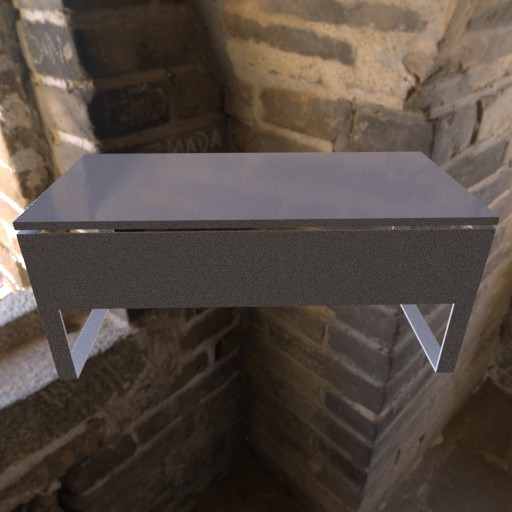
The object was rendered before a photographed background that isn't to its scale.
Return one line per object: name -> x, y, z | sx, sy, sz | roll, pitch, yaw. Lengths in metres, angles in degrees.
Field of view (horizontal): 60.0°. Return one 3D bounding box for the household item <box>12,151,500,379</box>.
household item -> 0.000, 0.000, 2.076 | 1.700, 0.745, 0.800 | -1, 30, -1
